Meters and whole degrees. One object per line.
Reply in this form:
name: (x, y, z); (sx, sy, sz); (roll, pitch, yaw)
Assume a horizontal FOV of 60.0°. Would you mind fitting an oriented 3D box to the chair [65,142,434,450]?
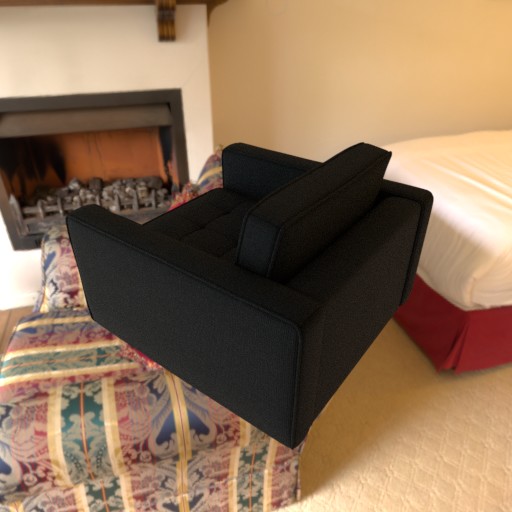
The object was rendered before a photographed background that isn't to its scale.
chair: (0.000, 0.000, 1.590); (0.920, 0.770, 0.899); (22, 39, 30)
